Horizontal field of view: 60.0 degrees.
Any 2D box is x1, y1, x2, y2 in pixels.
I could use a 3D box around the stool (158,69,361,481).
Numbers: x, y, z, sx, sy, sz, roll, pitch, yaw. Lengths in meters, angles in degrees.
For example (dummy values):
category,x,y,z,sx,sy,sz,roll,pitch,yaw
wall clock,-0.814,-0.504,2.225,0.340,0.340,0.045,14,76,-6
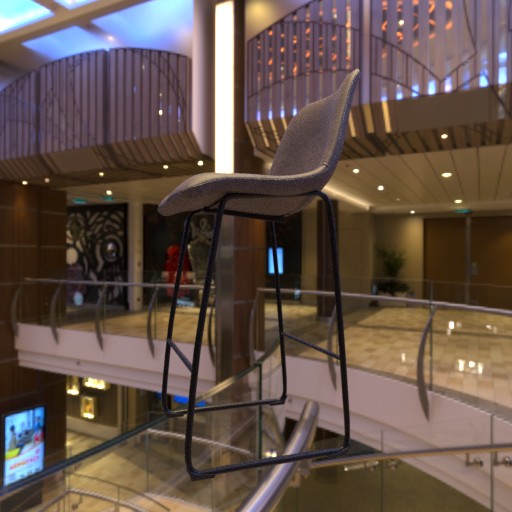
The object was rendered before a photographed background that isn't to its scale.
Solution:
category,x,y,z,sx,sy,sz,roll,pitch,yaw
stool,0.000,0.000,1.359,0.561,1.082,0.514,0,0,-19
